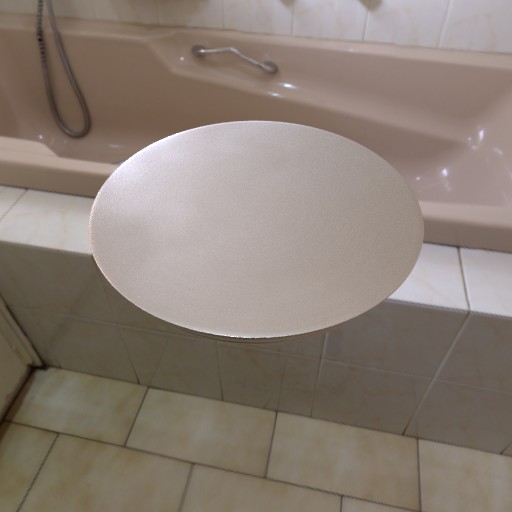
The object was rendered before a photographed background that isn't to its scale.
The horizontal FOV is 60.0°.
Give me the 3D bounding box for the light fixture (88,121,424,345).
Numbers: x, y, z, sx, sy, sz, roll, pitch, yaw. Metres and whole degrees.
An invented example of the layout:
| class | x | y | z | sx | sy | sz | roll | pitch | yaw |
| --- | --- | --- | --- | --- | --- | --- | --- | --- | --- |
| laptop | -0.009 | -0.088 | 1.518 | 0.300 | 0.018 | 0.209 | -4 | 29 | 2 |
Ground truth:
| class | x | y | z | sx | sy | sz | roll | pitch | yaw |
| --- | --- | --- | --- | --- | --- | --- | --- | --- | --- |
| light fixture | 0.000 | 0.000 | 0.430 | 0.280 | 0.135 | 0.280 | 0 | 45 | 0 |
